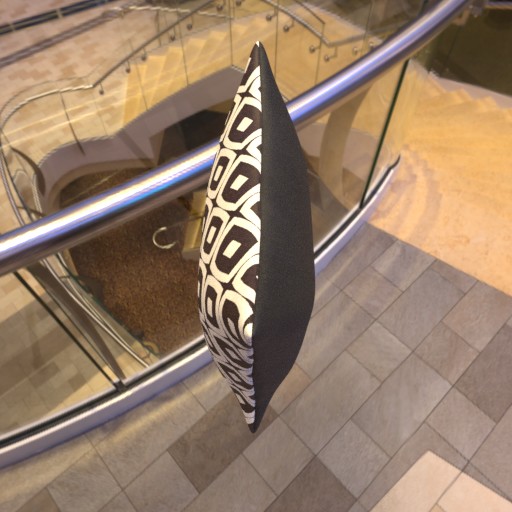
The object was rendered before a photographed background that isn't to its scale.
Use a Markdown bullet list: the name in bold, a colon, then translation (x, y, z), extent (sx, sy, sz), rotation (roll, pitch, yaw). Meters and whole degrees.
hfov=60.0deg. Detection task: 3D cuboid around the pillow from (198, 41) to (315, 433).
- **pillow**: translation (0.000, 0.000, 0.777), extent (0.188, 0.494, 0.504), rotation (1, 57, 1)
